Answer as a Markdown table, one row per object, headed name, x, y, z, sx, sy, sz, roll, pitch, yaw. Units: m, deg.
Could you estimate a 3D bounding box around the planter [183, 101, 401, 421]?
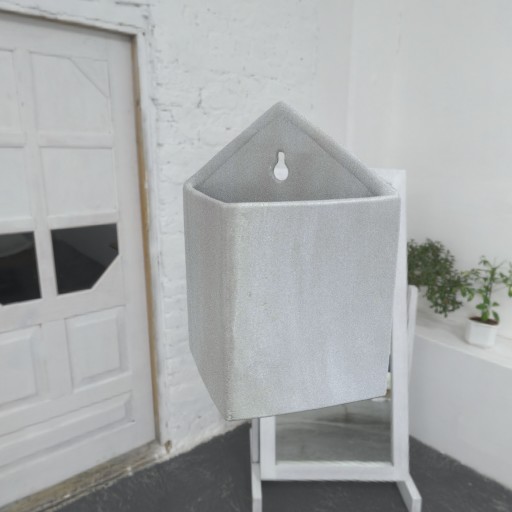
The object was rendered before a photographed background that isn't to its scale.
| name | x | y | z | sx | sy | sz | roll | pitch | yaw |
| --- | --- | --- | --- | --- | --- | --- | --- | --- | --- |
| planter | 0.000 | 0.000 | 0.284 | 0.163 | 0.194 | 0.080 | 7 | 16 | 27 |
